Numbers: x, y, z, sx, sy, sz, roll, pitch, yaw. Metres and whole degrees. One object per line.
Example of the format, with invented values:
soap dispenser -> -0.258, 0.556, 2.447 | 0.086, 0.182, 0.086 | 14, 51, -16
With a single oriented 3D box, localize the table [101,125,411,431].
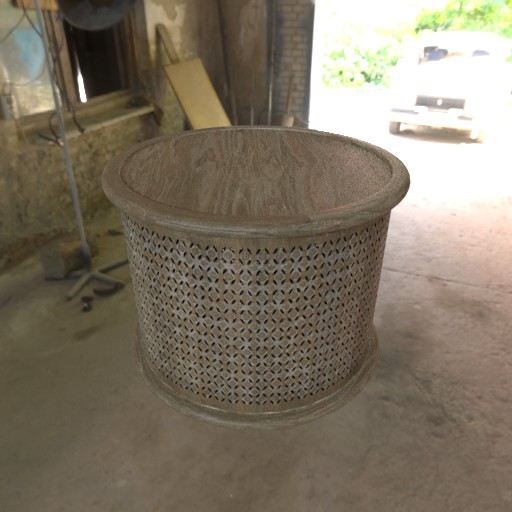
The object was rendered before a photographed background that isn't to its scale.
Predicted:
table -> 0.000, 0.000, 1.015 | 0.607, 0.450, 0.607 | 0, 30, 0
